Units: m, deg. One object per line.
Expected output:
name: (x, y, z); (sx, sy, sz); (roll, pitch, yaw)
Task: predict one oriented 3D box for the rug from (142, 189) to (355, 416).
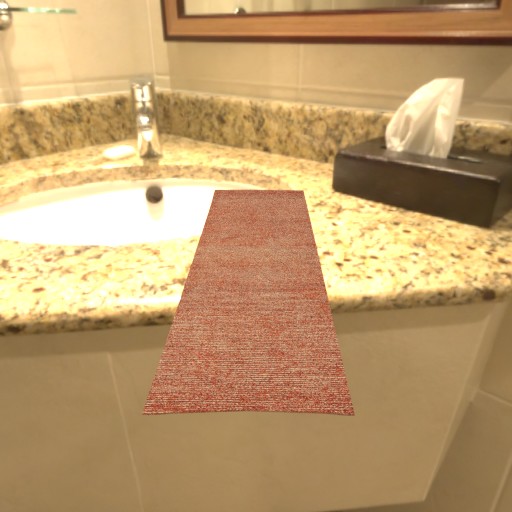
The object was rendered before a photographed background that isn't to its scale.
rug: (0.000, 0.000, 2.530); (0.718, 0.013, 2.353); (1, 27, 1)
